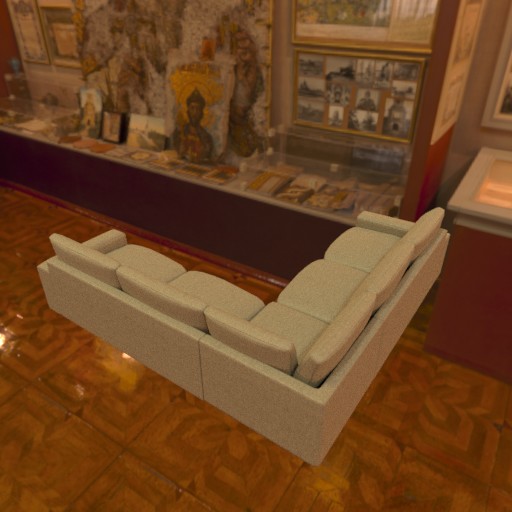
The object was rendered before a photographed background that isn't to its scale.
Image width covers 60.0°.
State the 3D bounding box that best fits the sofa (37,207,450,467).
[{"bbox_3d":[0.000,0.000,4.060,2.742,0.800,2.622,20,37,29],"label":"sofa"}]
